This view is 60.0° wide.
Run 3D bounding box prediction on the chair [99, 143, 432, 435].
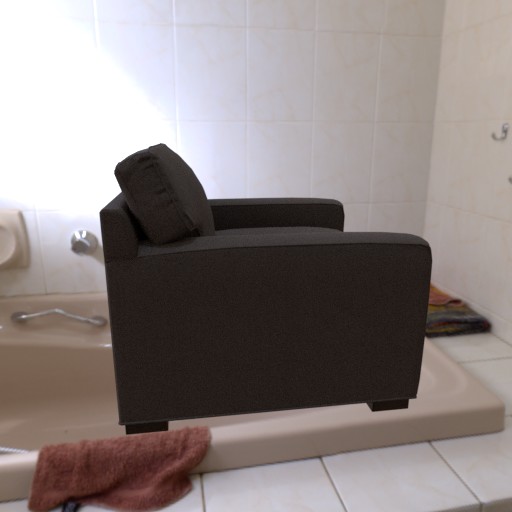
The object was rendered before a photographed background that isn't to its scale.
[{"bbox_3d":[0.000,0.000,1.857,1.043,0.913,0.997,-2,16,-8],"label":"chair"}]
